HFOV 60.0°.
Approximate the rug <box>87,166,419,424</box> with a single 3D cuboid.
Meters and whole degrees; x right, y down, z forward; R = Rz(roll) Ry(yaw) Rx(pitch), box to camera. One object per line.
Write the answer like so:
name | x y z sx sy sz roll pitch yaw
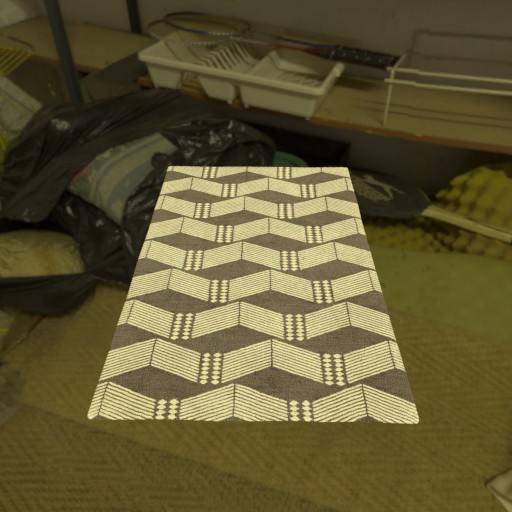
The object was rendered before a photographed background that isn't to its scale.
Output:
rug | 0.000 0.000 2.299 1.210 0.016 1.833 1 41 1
